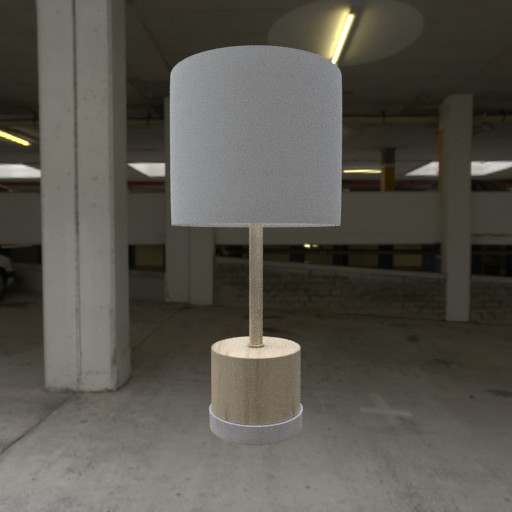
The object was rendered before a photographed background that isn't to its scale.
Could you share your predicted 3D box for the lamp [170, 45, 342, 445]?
[{"bbox_3d":[0.000,0.000,0.607,0.229,0.470,0.229,0,2,1],"label":"lamp"}]
